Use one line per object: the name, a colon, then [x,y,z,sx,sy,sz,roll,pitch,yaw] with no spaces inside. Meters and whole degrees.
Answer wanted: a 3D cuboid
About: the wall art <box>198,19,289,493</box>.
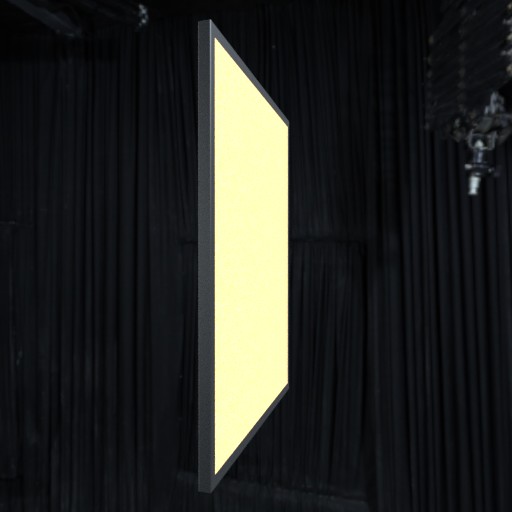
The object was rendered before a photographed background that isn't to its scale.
wall art: [0.000,0.000,1.336,0.030,1.027,0.774,0,0,17]
